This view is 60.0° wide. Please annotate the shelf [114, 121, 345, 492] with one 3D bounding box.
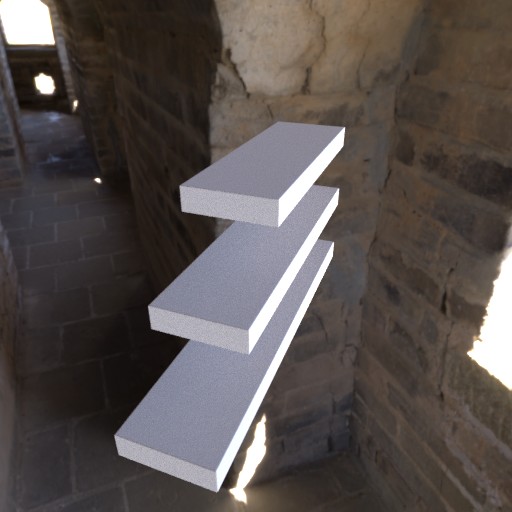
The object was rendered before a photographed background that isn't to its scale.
[{"bbox_3d":[0.000,0.000,0.720,0.140,0.293,0.610,11,31,18],"label":"shelf"}]
